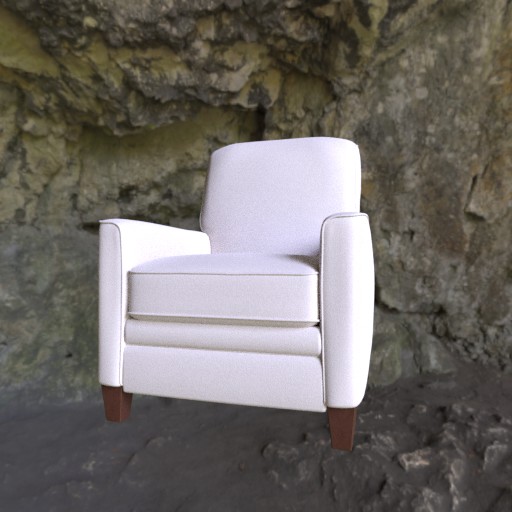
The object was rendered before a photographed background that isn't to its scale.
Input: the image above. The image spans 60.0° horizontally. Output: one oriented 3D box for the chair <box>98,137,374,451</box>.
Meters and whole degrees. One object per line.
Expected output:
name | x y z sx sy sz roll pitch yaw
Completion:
chair | 0.000 0.000 1.632 0.841 1.028 0.858 0 0 17
